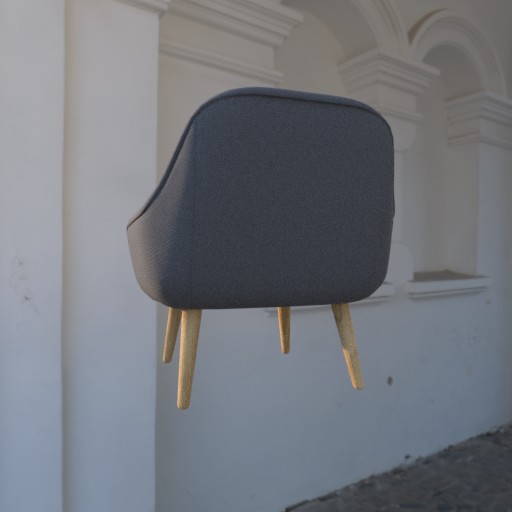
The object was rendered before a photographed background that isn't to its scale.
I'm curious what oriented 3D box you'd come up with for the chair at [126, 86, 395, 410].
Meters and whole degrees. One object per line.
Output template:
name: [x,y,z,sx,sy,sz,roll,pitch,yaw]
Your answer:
chair: [0.000,0.000,1.419,0.770,0.800,0.779,0,0,-19]
